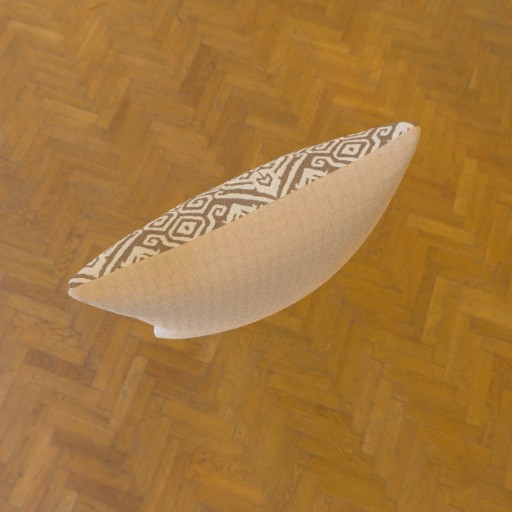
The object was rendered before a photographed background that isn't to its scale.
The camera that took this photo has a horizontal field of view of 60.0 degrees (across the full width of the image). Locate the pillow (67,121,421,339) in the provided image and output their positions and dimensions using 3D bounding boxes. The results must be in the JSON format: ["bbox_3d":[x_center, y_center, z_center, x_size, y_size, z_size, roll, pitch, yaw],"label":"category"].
[{"bbox_3d":[0.000,0.000,0.653,0.419,0.407,0.173,-26,76,-7],"label":"pillow"}]
